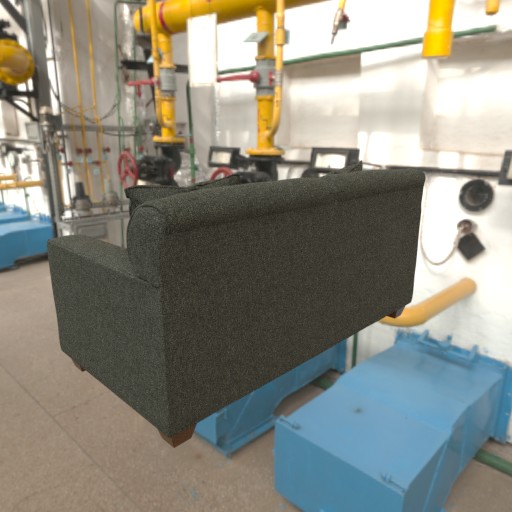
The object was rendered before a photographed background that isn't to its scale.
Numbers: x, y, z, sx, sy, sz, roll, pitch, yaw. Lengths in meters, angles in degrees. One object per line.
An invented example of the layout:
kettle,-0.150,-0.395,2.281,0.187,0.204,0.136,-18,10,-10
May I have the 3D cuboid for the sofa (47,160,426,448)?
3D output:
sofa,0.000,0.000,2.392,0.998,0.958,1.846,15,22,43
